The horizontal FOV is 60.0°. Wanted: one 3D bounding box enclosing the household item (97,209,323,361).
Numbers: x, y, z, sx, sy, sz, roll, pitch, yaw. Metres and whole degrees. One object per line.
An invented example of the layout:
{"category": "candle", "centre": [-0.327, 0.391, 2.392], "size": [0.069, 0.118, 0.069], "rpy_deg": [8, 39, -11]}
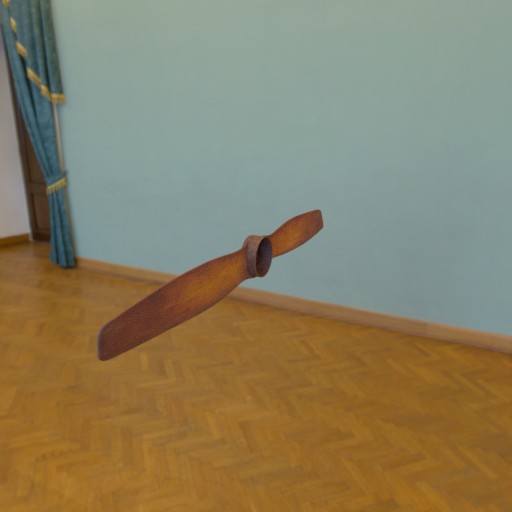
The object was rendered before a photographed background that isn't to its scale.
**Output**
{"category": "household item", "centre": [0.000, 0.000, 1.235], "size": [0.051, 0.121, 1.181], "rpy_deg": [8, 18, 25]}
